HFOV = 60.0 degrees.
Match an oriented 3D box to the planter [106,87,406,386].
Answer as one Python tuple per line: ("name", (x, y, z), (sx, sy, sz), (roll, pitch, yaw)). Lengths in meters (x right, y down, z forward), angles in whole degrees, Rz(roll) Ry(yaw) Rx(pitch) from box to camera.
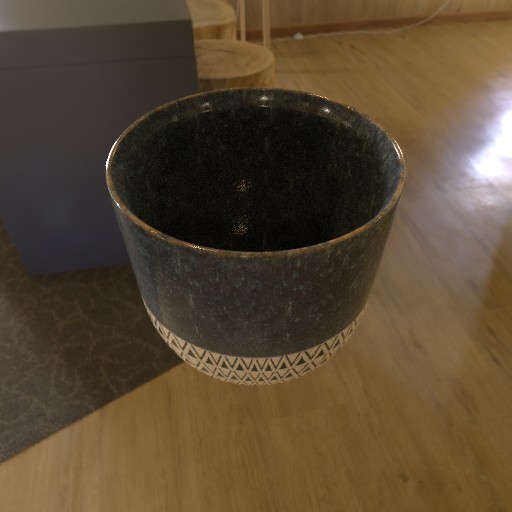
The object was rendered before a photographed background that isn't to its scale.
("planter", (0.000, 0.000, 0.497), (0.266, 0.270, 0.266), (0, 45, 0))
